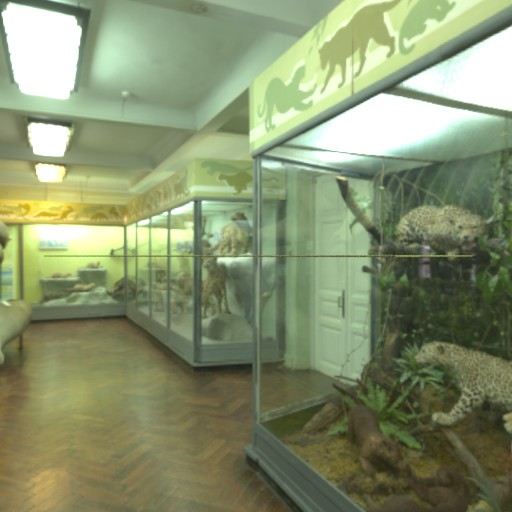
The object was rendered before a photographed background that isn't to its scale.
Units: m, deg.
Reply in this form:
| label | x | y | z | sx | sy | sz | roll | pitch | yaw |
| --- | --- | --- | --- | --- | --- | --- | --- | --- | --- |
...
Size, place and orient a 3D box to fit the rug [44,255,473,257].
| label | x | y | z | sx | sy | sz | roll | pitch | yaw |
| --- | --- | --- | --- | --- | --- | --- | --- | --- | --- |
| rug | 0.000 | 0.000 | 2.835 | 2.297 | 0.007 | 1.529 | 0 | 0 | 35 |
